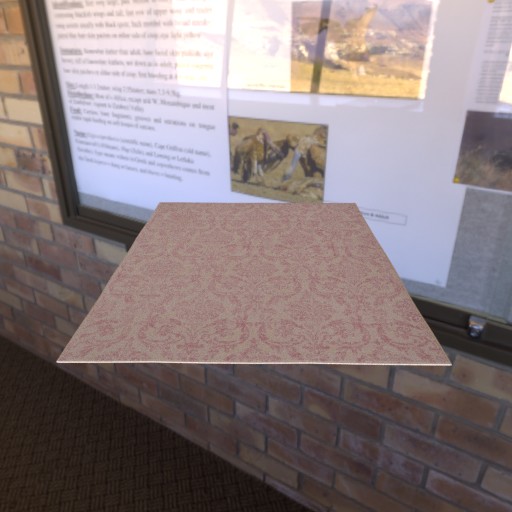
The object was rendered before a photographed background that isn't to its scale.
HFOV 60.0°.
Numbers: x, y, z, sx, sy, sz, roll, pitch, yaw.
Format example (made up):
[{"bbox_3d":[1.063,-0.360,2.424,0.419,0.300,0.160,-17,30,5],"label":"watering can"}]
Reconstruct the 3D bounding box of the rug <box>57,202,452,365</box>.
[{"bbox_3d":[0.000,0.000,3.989,2.363,0.012,2.980,0,25,1],"label":"rug"}]
